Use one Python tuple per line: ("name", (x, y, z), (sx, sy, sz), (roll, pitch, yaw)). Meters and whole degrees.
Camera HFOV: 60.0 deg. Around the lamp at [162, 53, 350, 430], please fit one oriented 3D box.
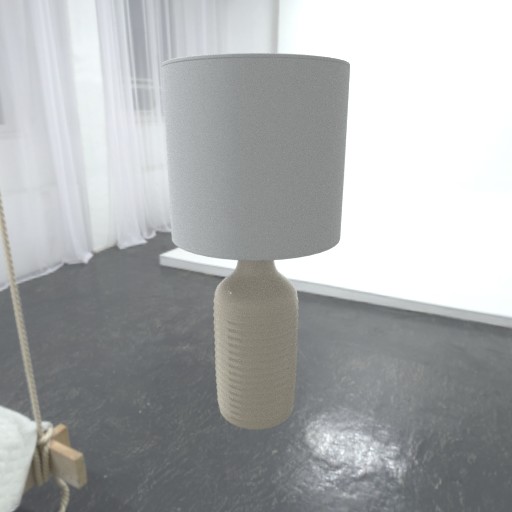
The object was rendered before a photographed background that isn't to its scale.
("lamp", (0.000, 0.000, 0.599), (0.220, 0.475, 0.220), (2, 17, 7))
